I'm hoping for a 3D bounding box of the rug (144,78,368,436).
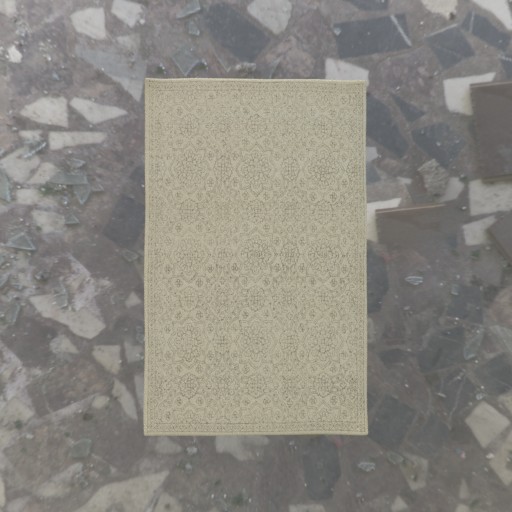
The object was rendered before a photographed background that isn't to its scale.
[{"bbox_3d":[0.000,0.000,2.414,1.214,0.023,1.947,0,89,-1],"label":"rug"}]
